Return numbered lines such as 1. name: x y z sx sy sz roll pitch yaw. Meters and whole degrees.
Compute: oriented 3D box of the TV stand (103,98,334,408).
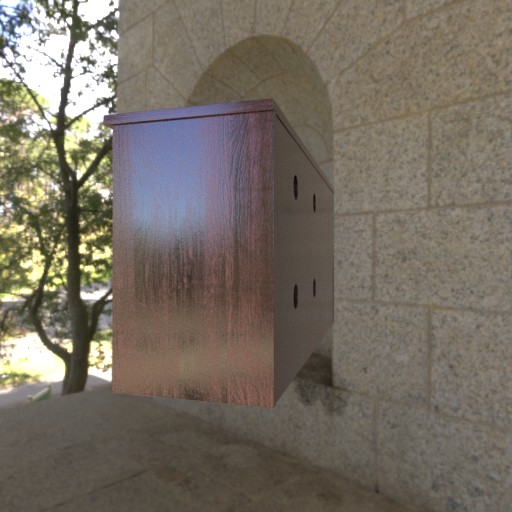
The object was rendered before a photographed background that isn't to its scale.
1. TV stand: 0.000 0.000 1.495 0.404 0.614 1.192 0 0 16
